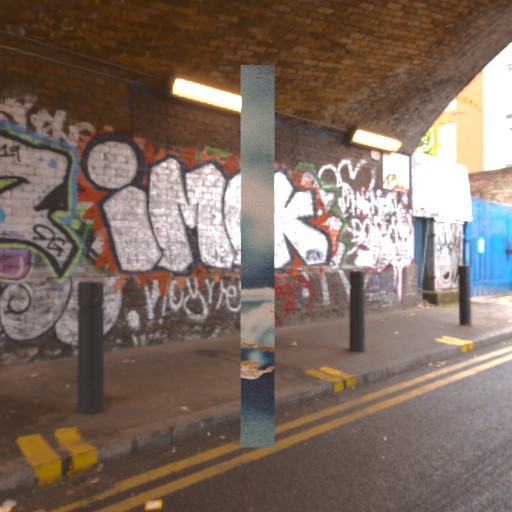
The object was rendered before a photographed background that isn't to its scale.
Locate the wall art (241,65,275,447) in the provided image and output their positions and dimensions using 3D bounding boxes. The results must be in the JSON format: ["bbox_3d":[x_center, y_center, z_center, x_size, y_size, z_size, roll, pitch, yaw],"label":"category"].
[{"bbox_3d":[0.000,0.000,0.773,0.036,0.405,0.607,0,0,0],"label":"wall art"}]
